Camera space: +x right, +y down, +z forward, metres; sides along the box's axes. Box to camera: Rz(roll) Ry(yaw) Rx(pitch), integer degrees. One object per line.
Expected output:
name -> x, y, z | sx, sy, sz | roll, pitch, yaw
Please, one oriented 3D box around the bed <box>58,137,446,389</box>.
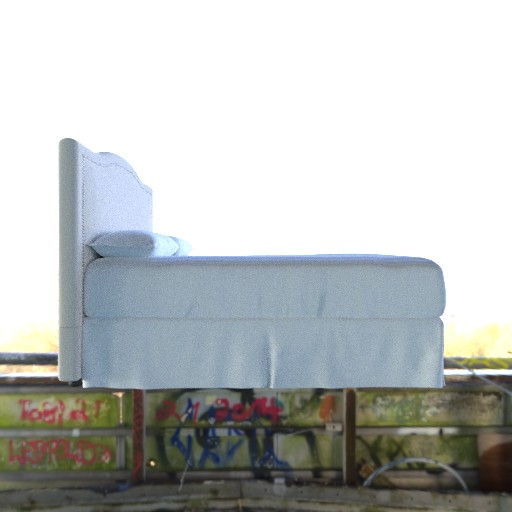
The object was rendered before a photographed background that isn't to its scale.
bed -> 0.000, 0.000, 3.237 | 2.143, 1.460, 1.753 | 0, 0, 0
